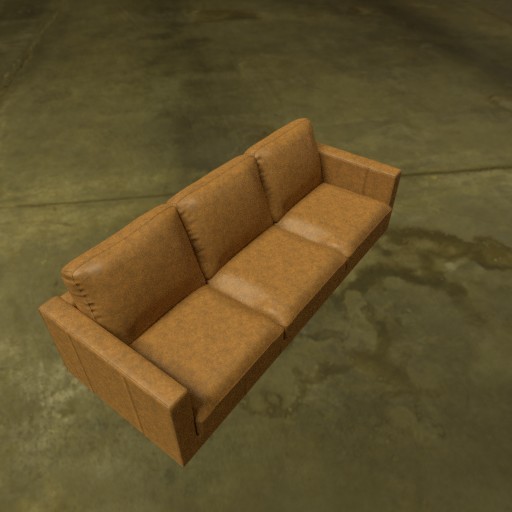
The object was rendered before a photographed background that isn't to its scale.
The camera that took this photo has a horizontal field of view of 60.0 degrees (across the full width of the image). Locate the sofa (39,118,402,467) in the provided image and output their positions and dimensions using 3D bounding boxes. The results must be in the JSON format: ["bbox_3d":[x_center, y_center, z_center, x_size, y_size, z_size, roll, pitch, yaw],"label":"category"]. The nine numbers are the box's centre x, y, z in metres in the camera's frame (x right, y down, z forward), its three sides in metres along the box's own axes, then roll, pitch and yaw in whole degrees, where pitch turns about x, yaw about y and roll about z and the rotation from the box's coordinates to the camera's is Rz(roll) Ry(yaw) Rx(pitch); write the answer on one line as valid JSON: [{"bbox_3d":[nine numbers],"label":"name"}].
[{"bbox_3d":[0.000,0.000,2.696,0.903,0.930,2.231,26,48,27],"label":"sofa"}]
